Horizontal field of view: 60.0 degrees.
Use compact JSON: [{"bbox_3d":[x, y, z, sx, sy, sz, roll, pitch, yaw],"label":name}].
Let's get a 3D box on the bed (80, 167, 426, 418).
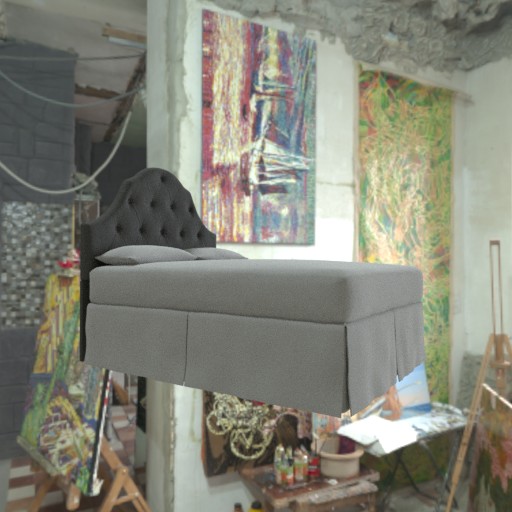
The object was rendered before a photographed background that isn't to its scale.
[{"bbox_3d":[0.000,0.000,3.350,2.155,1.575,1.636,-1,-1,34],"label":"bed"}]
